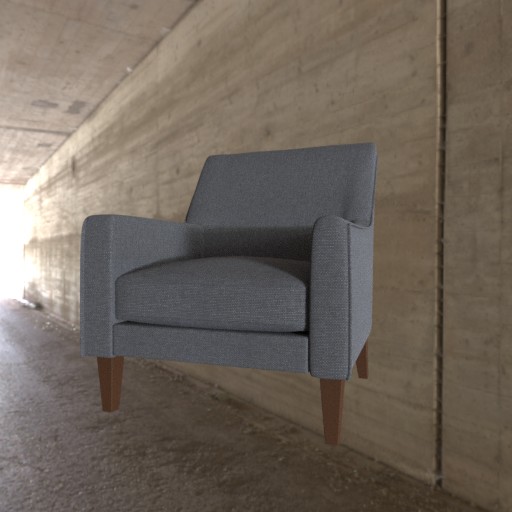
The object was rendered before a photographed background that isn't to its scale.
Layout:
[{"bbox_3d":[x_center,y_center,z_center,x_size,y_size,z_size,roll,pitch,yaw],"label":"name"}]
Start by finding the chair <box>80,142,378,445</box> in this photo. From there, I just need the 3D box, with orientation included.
[{"bbox_3d":[0.000,0.000,1.569,0.780,0.919,0.899,0,1,19],"label":"chair"}]
